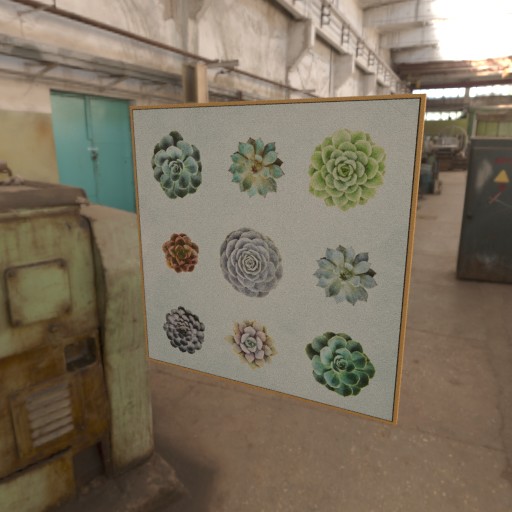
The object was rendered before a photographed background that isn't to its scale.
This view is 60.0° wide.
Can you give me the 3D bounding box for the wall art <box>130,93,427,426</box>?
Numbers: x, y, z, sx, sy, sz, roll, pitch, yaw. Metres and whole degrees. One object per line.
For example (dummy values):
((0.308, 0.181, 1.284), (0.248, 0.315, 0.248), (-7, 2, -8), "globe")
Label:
((0.000, 0.000, 0.989), (0.657, 0.655, 0.014), (7, 16, 25), "wall art")
